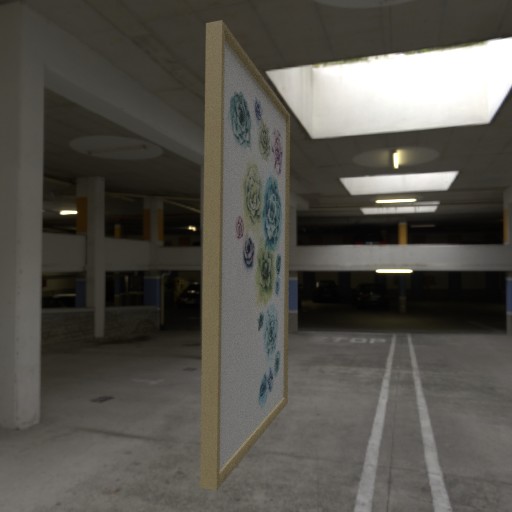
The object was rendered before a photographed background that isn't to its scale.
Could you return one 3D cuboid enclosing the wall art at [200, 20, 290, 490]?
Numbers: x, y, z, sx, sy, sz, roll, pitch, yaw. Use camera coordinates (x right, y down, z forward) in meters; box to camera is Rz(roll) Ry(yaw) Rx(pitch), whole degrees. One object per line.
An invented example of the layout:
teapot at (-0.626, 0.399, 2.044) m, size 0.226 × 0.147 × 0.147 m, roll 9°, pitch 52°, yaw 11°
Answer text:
wall art at (0.000, 0.000, 1.009) m, size 0.039 × 0.810 × 0.510 m, roll 0°, pitch -1°, yaw 18°
